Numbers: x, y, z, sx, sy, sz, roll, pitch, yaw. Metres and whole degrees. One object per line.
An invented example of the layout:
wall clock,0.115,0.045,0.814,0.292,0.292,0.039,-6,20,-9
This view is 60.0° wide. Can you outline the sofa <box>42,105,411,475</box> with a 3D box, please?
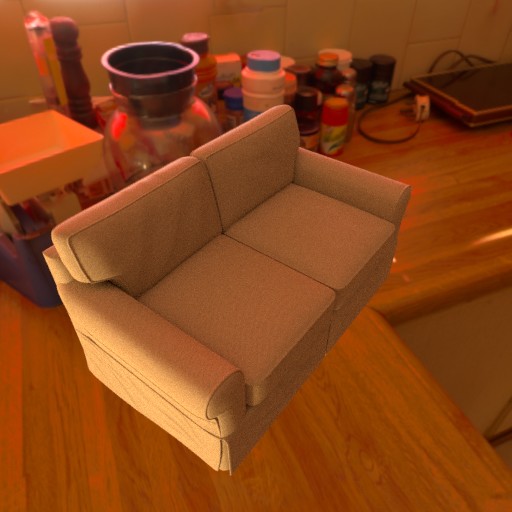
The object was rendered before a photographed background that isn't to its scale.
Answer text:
sofa,0.000,0.000,2.304,0.991,0.940,1.727,27,48,27
